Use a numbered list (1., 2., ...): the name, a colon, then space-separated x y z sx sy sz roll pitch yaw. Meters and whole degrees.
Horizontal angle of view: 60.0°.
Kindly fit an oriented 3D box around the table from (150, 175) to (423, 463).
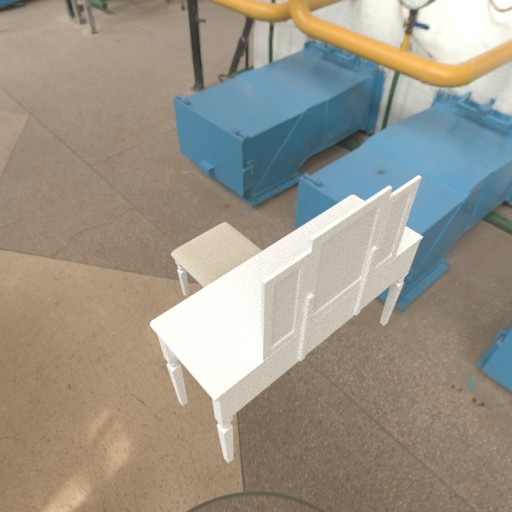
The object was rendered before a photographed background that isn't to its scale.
1. table: 0.000 0.000 2.354 1.369 1.310 1.115 -32 54 -27
